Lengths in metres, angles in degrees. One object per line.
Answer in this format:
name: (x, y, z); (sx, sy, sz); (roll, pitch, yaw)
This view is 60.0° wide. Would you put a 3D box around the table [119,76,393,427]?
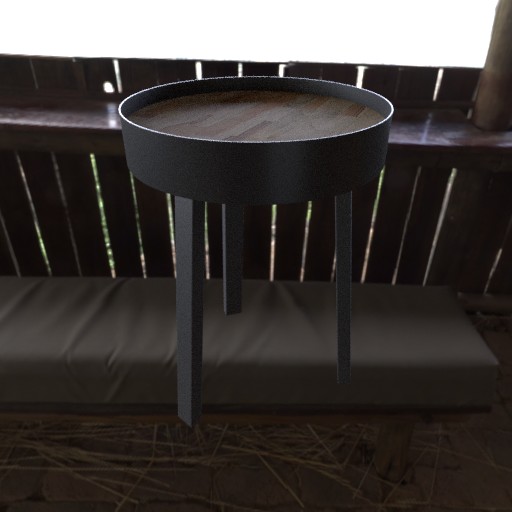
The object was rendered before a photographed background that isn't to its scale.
table: (0.000, 0.000, 0.826); (0.406, 0.559, 0.406); (0, 32, 0)
